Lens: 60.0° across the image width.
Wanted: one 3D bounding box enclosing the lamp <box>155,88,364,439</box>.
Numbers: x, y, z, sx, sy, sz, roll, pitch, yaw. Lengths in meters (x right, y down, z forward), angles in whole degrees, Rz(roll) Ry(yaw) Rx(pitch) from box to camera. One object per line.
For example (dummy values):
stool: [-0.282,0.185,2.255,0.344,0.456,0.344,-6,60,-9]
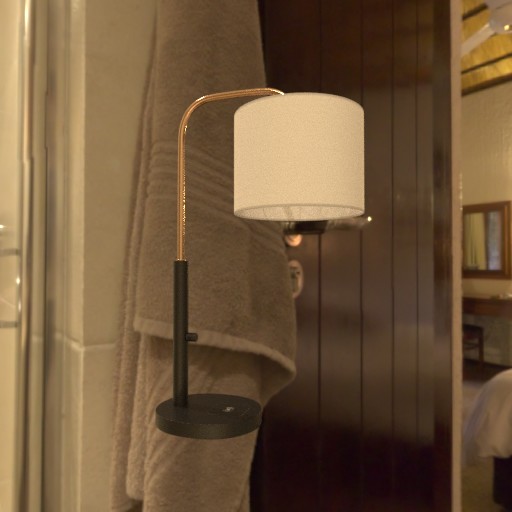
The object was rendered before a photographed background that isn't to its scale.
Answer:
lamp: [0.000,0.000,0.709,0.337,0.540,0.199,0,-1,18]
